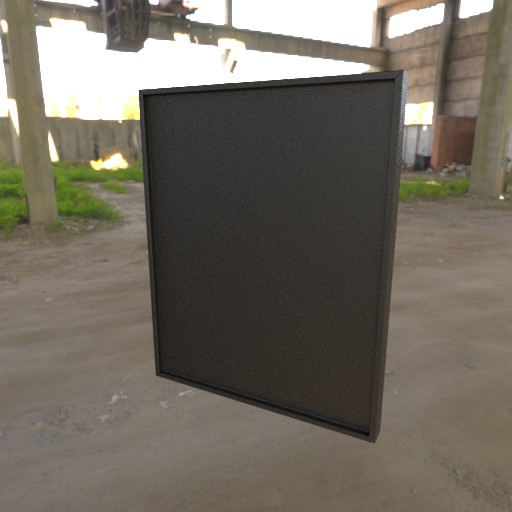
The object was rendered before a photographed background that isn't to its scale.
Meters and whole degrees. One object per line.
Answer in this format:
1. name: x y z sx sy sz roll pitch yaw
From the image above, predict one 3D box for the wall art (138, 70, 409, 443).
1. wall art: 0.000 0.000 0.756 0.449 0.555 0.039 8 16 27
